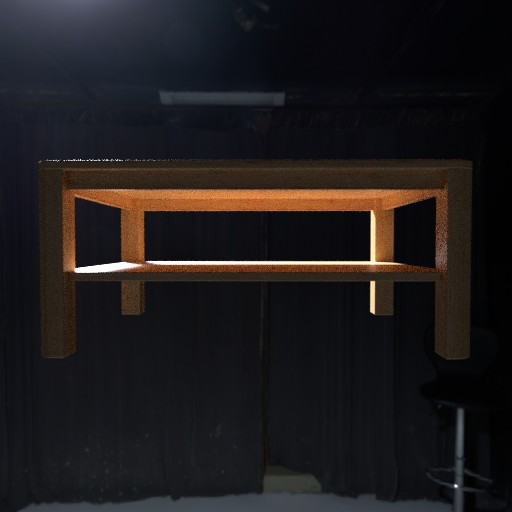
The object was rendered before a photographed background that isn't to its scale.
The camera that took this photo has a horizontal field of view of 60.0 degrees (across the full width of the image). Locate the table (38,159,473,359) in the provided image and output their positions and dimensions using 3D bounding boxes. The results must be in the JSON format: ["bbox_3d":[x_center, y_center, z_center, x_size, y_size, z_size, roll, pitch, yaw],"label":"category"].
[{"bbox_3d":[0.000,0.000,1.338,0.997,0.445,0.696,0,1,1],"label":"table"}]
